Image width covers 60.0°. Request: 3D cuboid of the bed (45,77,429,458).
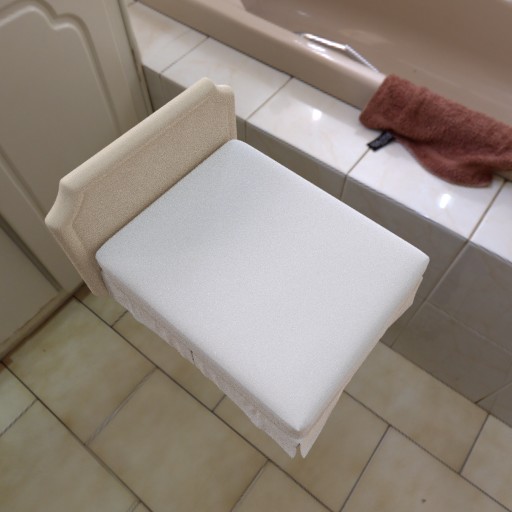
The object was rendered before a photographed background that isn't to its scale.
[{"bbox_3d":[0.000,0.000,3.303,2.209,1.296,1.827,36,65,20],"label":"bed"}]
